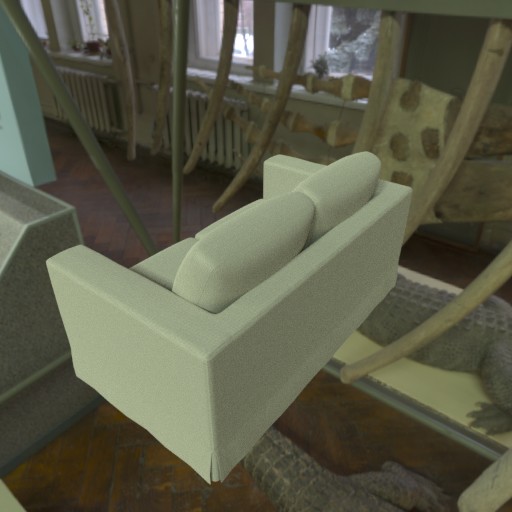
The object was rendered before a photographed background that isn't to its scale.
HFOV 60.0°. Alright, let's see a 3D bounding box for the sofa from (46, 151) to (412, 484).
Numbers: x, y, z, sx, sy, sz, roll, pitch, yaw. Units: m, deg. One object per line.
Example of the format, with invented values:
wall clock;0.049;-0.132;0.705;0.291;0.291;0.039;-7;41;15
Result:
sofa;0.000;0.000;2.405;1.009;0.932;1.813;22;38;32
